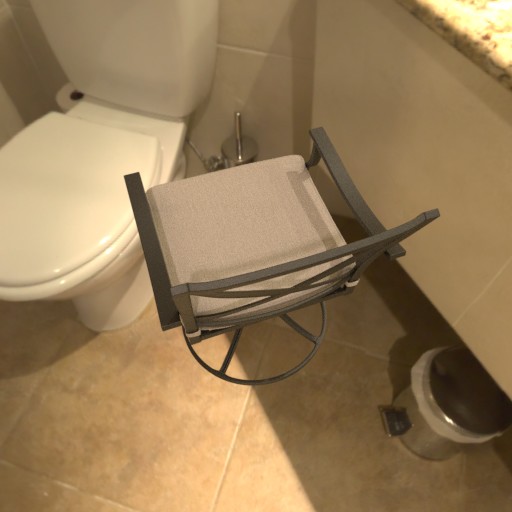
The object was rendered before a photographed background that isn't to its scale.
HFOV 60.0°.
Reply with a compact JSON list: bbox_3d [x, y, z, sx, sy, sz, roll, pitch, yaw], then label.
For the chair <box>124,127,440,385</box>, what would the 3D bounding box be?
[{"bbox_3d":[0.000,0.000,1.259,0.575,0.889,0.620,-16,59,-10],"label":"chair"}]
